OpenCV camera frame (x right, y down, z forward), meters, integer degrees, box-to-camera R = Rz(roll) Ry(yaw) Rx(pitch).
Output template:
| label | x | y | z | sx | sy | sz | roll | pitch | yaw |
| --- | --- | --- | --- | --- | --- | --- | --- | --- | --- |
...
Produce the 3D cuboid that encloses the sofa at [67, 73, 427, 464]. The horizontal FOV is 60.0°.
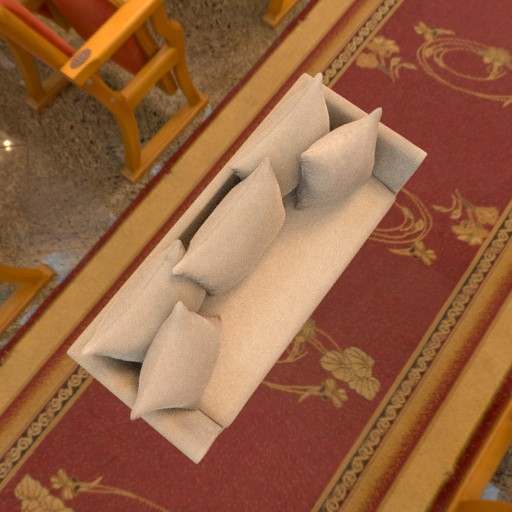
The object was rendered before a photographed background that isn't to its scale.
| label | x | y | z | sx | sy | sz | roll | pitch | yaw |
| --- | --- | --- | --- | --- | --- | --- | --- | --- | --- |
| sofa | 0.000 | 0.000 | 2.853 | 1.031 | 1.034 | 2.290 | 37 | 79 | 8 |
